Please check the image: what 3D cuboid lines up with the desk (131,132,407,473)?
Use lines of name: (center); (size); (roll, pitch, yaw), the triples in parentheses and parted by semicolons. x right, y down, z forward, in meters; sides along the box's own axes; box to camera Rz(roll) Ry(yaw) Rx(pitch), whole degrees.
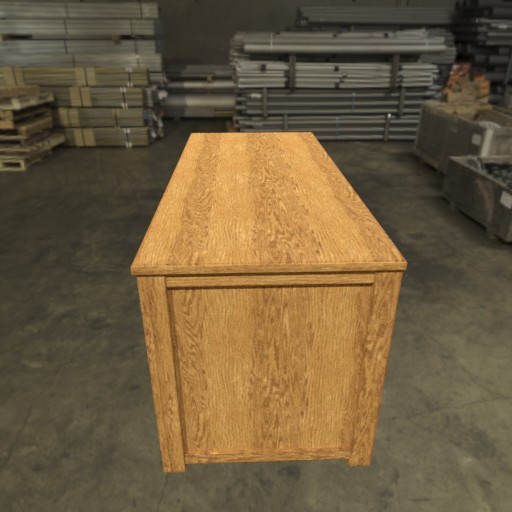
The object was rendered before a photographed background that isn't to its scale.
desk: (0.000, 0.000, 1.943); (0.685, 0.751, 1.567); (-1, 27, -2)
